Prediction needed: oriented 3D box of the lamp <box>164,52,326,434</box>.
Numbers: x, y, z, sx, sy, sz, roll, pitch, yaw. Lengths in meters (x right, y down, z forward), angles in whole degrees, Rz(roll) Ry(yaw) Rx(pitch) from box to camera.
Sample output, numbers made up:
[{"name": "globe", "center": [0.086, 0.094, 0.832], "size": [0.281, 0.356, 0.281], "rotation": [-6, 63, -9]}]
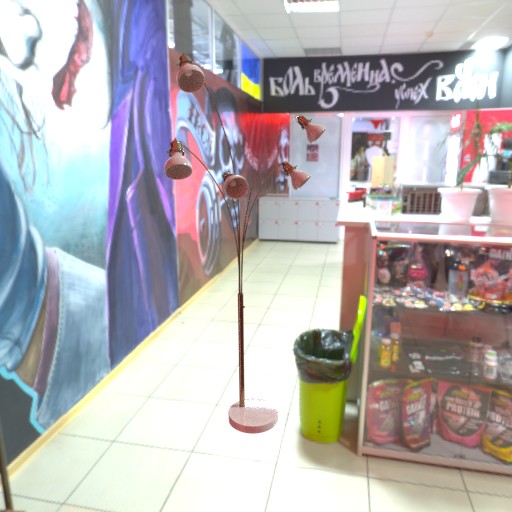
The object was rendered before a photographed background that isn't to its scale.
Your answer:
[{"name": "lamp", "center": [0.000, 0.000, 2.974], "size": [0.361, 2.423, 1.405], "rotation": [13, 18, 43]}]
